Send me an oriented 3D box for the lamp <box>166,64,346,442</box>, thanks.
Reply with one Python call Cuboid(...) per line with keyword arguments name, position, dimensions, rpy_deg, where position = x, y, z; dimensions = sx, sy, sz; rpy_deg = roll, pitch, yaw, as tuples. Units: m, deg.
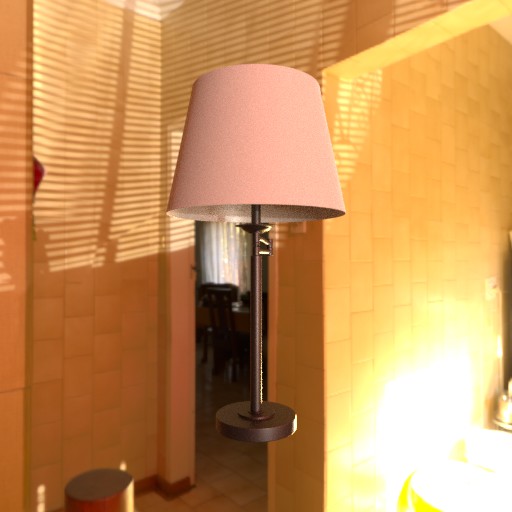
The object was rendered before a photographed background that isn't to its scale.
Cuboid(name="lamp", position=(0.000, 0.000, 0.909), dimensions=(0.363, 0.696, 0.363), rpy_deg=(0, -1, 0))
